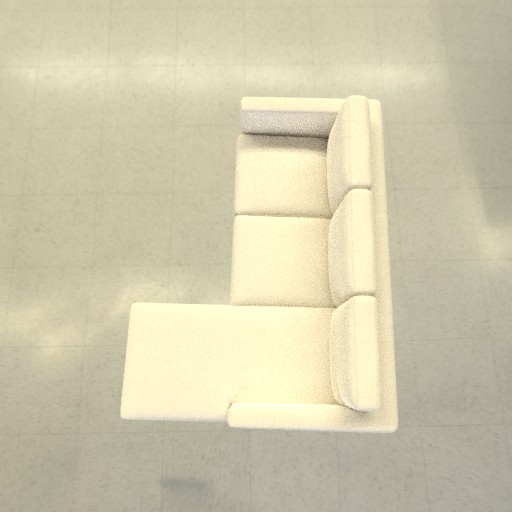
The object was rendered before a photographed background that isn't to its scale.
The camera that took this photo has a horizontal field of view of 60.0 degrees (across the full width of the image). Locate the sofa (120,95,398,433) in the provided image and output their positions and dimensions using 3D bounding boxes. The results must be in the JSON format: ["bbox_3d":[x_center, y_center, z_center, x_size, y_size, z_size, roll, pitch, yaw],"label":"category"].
[{"bbox_3d":[0.000,0.000,2.834,1.580,0.899,2.029,1,75,0],"label":"sofa"}]
